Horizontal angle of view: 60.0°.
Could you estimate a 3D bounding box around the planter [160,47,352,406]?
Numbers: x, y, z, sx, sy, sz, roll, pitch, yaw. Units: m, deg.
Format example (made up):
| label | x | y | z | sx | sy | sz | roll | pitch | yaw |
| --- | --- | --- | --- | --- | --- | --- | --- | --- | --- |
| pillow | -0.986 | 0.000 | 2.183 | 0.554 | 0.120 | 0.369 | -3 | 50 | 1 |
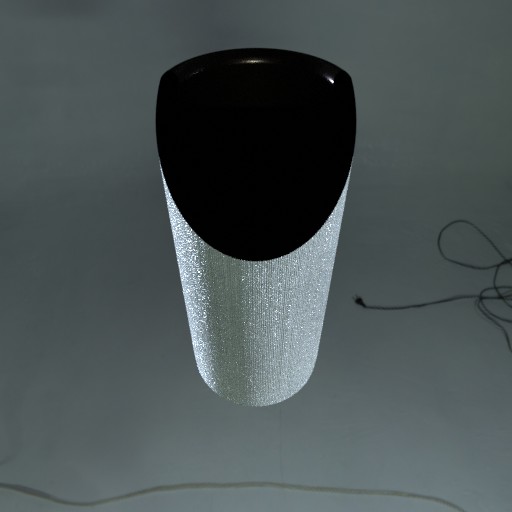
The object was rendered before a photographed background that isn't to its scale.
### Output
| label | x | y | z | sx | sy | sz | roll | pitch | yaw |
| --- | --- | --- | --- | --- | --- | --- | --- | --- | --- |
| planter | 0.000 | 0.000 | 0.131 | 0.045 | 0.103 | 0.045 | -4 | 46 | -3 |
